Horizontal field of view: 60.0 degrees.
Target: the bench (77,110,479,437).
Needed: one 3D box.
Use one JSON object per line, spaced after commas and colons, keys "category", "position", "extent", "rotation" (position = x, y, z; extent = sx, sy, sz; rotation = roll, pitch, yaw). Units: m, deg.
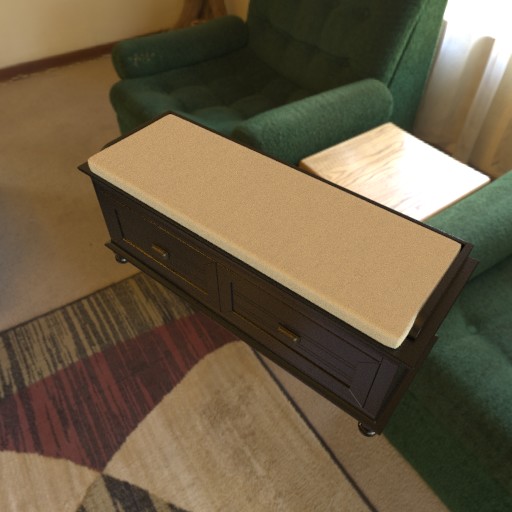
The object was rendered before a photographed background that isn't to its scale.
{"category": "bench", "position": [0.000, 0.000, 1.458], "extent": [1.185, 0.501, 0.402], "rotation": [30, 53, 25]}
